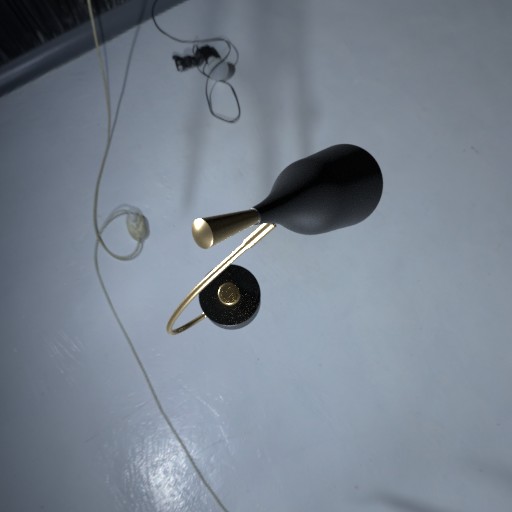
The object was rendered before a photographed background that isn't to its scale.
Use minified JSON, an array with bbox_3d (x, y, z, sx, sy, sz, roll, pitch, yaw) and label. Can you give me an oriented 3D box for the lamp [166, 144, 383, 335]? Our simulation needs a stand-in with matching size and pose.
[{"bbox_3d":[0.000,0.000,0.625,0.352,0.464,0.110,-33,79,-8],"label":"lamp"}]
